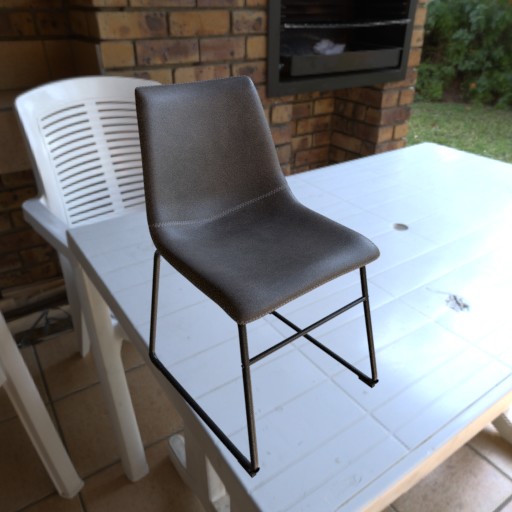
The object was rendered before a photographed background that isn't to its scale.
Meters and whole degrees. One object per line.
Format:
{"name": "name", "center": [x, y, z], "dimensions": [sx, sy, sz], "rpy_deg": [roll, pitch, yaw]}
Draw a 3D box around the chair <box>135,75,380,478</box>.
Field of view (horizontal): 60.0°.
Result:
{"name": "chair", "center": [0.000, 0.000, 1.126], "dimensions": [0.460, 0.780, 0.550], "rpy_deg": [-22, 36, -33]}
